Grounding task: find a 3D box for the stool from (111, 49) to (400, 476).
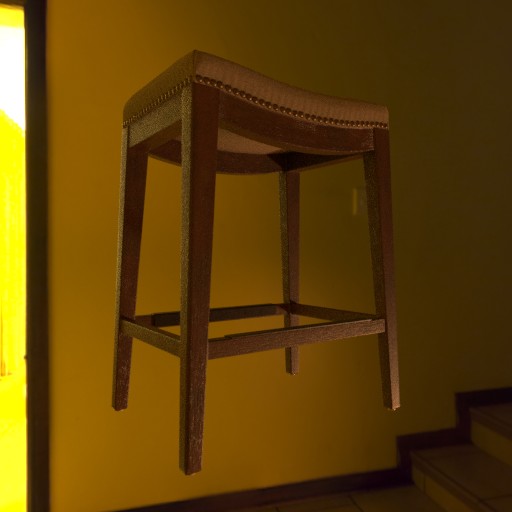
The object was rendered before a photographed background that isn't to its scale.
[{"bbox_3d":[0.000,0.000,0.948,0.508,0.660,0.356,0,1,-35],"label":"stool"}]
